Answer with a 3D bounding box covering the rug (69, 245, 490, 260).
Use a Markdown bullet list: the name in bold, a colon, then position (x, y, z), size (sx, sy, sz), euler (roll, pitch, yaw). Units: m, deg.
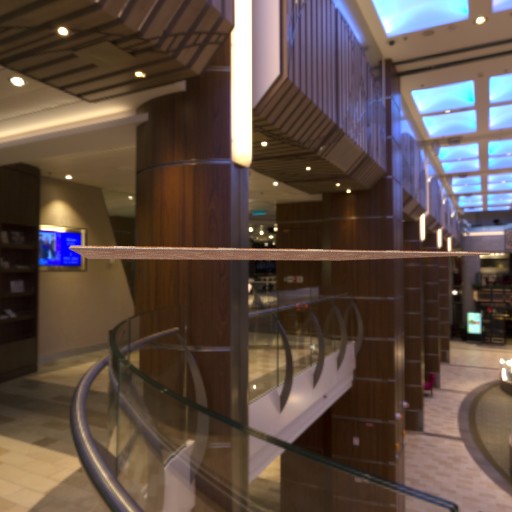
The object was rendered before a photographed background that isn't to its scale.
- **rug**: position (0.000, 0.000, 4.146), size (3.049, 0.021, 2.466), euler (1, -2, -19)
